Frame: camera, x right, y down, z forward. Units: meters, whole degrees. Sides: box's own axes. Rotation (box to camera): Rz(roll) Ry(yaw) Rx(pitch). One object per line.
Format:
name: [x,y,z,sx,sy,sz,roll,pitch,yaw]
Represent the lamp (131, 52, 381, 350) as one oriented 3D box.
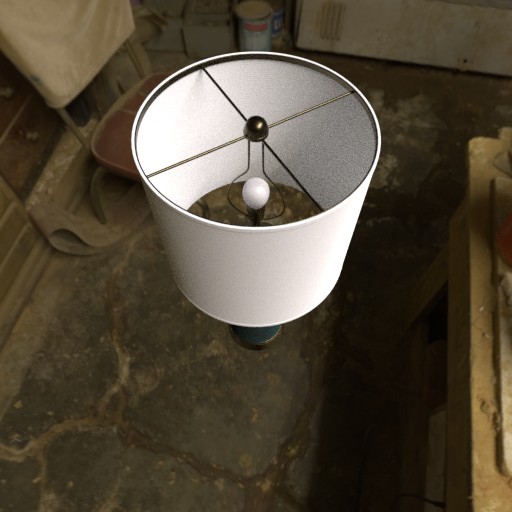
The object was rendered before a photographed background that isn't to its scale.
lamp: [0.000,0.000,0.797,0.301,0.630,0.301,13,60,8]
